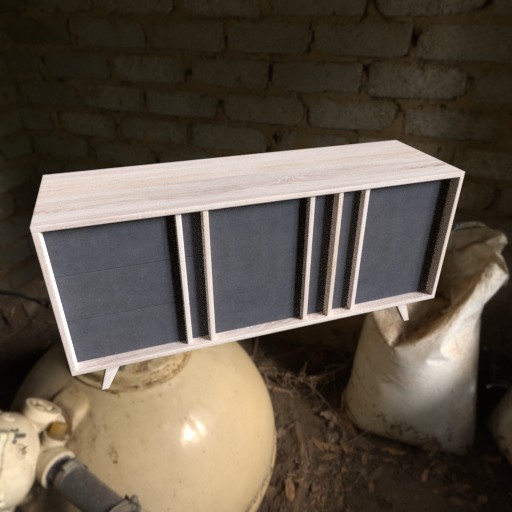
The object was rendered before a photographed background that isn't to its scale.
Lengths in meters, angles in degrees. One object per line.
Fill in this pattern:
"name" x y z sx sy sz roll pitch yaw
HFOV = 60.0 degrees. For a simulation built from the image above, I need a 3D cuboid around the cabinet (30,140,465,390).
"cabinet" 0.000 0.000 2.004 1.650 0.780 0.500 -9 31 -16
